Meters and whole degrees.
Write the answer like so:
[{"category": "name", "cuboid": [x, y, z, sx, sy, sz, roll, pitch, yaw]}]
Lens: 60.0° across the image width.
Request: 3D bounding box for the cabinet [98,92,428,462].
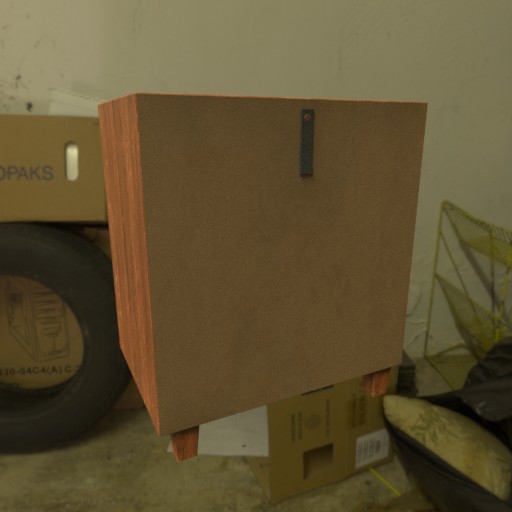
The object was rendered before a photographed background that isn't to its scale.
[{"category": "cabinet", "cuboid": [0.000, 0.000, 1.065, 0.607, 0.695, 0.410, -8, 18, -25]}]
